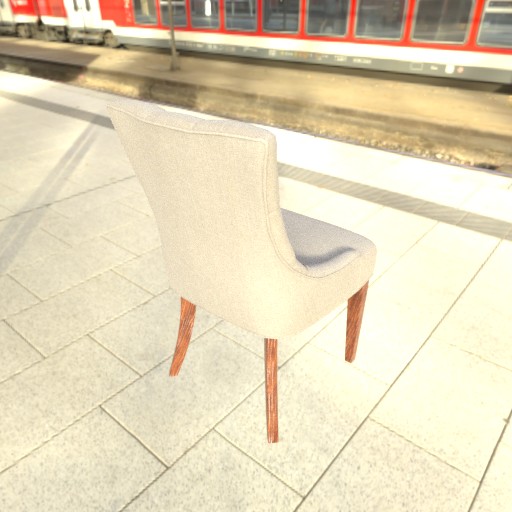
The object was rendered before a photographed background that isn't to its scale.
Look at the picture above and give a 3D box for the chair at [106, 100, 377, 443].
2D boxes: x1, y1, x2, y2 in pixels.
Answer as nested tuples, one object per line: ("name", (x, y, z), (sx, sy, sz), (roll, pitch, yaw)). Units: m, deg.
("chair", (0.000, 0.000, 1.239), (0.509, 0.874, 0.565), (22, 37, 32))
